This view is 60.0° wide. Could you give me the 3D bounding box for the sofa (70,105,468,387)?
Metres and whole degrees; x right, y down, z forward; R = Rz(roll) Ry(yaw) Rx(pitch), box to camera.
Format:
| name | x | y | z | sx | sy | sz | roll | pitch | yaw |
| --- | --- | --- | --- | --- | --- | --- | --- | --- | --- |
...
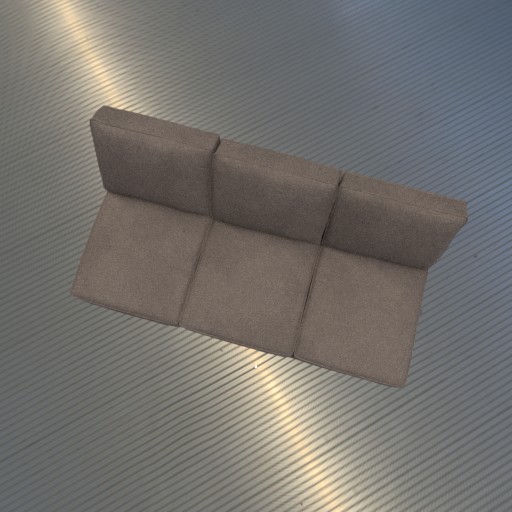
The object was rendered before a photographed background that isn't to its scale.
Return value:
| name | x | y | z | sx | sy | sz | roll | pitch | yaw |
| --- | --- | --- | --- | --- | --- | --- | --- | --- | --- |
| sofa | 0.000 | 0.000 | 2.554 | 1.962 | 0.973 | 1.027 | 15 | 76 | 4 |
